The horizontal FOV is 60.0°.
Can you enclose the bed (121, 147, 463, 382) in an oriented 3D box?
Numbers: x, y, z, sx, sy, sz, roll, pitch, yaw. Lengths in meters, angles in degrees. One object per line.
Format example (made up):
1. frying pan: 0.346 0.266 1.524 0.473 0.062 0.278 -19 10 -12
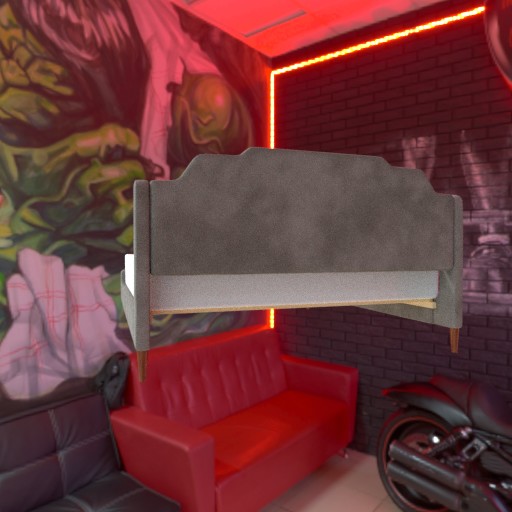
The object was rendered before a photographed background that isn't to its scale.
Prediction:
1. bed: 0.000 0.000 3.666 2.074 1.245 2.340 0 1 -19
